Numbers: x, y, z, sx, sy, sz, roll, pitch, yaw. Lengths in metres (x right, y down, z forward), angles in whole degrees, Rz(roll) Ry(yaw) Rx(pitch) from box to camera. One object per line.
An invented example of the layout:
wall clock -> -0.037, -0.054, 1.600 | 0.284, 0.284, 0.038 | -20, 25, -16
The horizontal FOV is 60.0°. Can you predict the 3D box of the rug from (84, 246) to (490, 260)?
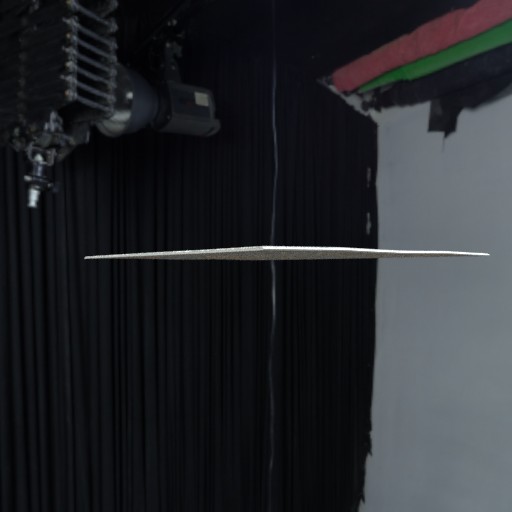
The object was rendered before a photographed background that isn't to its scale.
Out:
rug -> 0.000, 0.000, 3.750 | 2.043, 0.026, 2.901 | 1, -2, -36
